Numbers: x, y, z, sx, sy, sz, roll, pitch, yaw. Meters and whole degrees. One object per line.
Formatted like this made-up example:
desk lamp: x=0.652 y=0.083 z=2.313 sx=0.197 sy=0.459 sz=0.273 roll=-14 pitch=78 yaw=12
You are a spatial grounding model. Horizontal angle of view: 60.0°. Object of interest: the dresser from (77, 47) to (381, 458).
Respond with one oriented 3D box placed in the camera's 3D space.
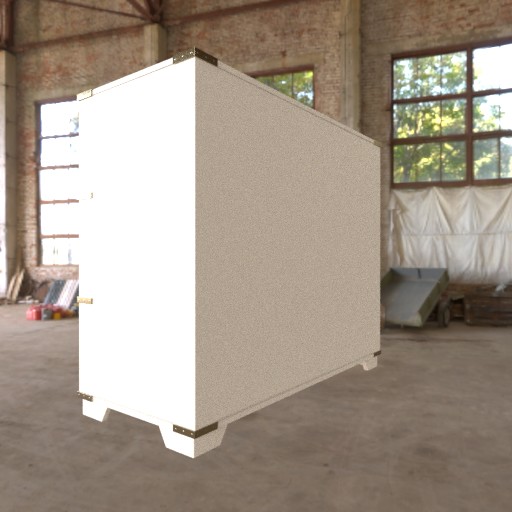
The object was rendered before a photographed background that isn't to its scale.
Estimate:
dresser: x=0.000 y=0.000 z=1.486 sx=0.460 sy=0.891 sz=1.022 roll=0 pitch=0 yaw=38
